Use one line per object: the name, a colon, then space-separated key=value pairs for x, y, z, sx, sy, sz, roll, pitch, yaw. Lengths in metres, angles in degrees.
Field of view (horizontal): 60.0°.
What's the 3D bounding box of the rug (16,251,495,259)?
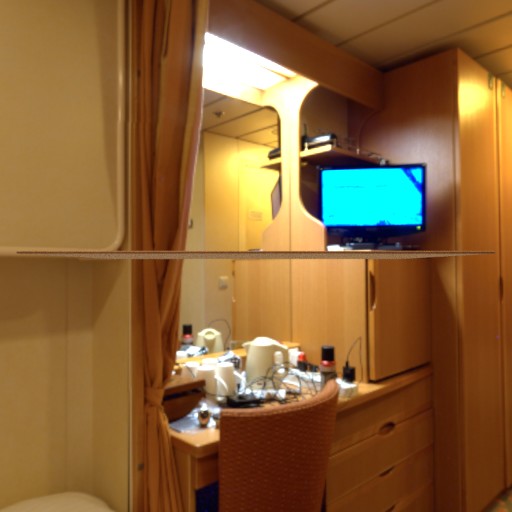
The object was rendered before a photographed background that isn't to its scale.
rug: x=0.000 y=0.000 z=3.013 sx=2.438 sy=0.014 sz=1.524 roll=0 pitch=-1 yaw=0
